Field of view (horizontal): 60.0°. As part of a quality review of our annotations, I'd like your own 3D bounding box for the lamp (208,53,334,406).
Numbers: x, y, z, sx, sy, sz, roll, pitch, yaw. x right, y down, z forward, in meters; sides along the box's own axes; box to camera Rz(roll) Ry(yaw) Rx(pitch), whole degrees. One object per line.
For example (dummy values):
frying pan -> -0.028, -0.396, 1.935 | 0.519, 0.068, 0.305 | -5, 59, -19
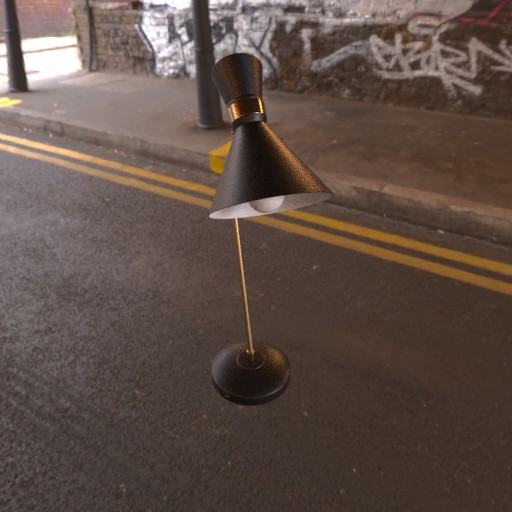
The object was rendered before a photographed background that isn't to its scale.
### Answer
lamp -> 0.000, 0.000, 0.784 | 0.189, 0.647, 0.292 | -10, 32, -16
